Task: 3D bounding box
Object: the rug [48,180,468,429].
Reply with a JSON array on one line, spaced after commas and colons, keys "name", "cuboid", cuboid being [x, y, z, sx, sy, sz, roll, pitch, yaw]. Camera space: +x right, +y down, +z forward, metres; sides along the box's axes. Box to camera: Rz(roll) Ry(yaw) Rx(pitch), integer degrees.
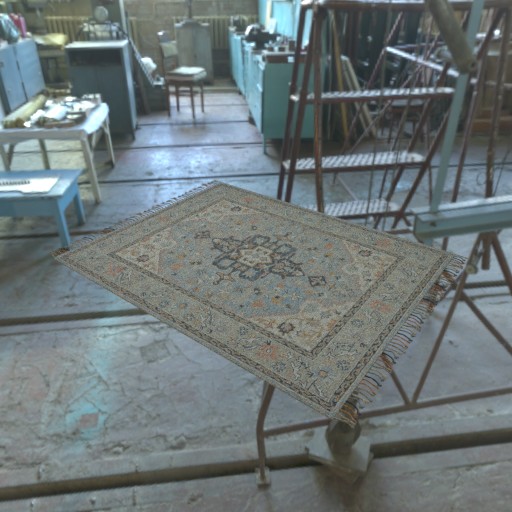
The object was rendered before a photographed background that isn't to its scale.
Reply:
[{"name": "rug", "cuboid": [0.000, 0.000, 4.175, 3.221, 0.011, 2.379, 22, 38, 31]}]
